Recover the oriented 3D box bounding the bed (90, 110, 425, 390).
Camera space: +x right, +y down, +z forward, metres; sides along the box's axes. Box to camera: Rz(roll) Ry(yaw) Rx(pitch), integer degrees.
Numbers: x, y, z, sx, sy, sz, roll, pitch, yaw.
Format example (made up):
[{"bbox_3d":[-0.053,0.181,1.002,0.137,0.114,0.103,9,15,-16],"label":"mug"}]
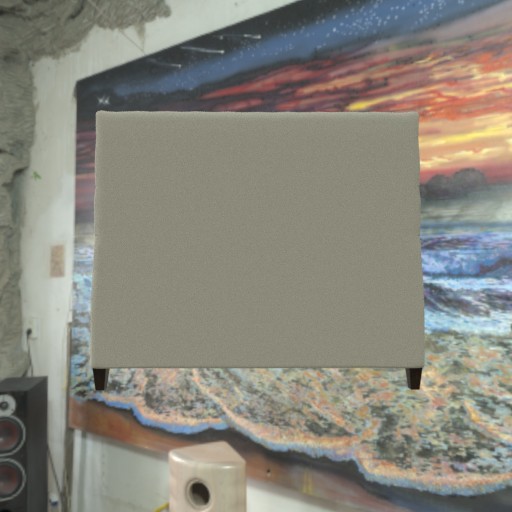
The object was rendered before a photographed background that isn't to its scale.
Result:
[{"bbox_3d":[0.000,0.000,3.416,1.698,1.427,2.387,0,-2,0],"label":"bed"}]
